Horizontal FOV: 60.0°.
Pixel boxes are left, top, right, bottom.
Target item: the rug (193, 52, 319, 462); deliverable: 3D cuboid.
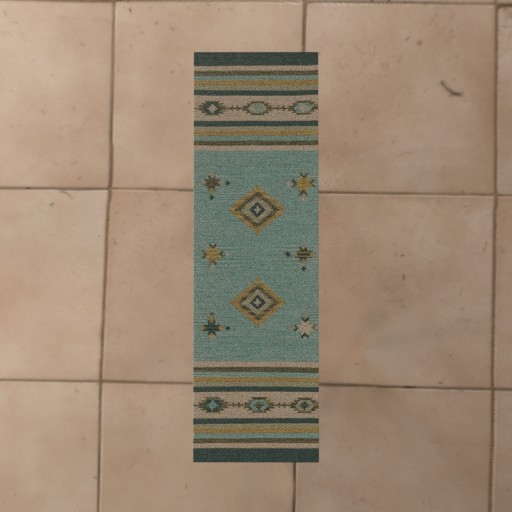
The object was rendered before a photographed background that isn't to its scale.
[{"bbox_3d":[0.000,0.000,2.640,0.744,0.010,2.441,0,89,0],"label":"rug"}]
